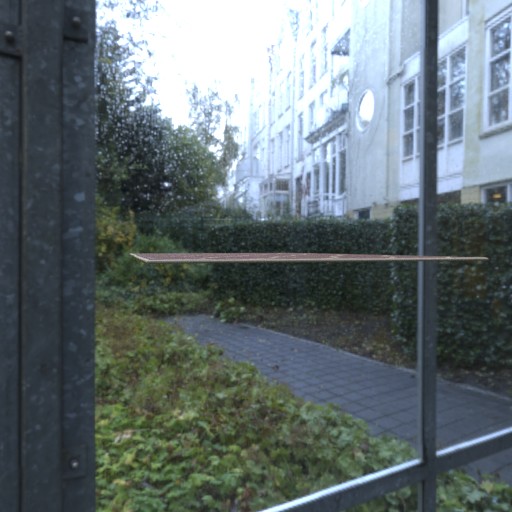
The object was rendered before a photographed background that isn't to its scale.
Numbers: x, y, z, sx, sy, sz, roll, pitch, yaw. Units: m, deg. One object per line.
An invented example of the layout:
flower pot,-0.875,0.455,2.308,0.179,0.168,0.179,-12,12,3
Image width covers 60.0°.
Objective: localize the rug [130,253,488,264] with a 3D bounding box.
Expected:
rug,0.000,0.000,2.882,1.528,0.014,2.294,0,1,-18
